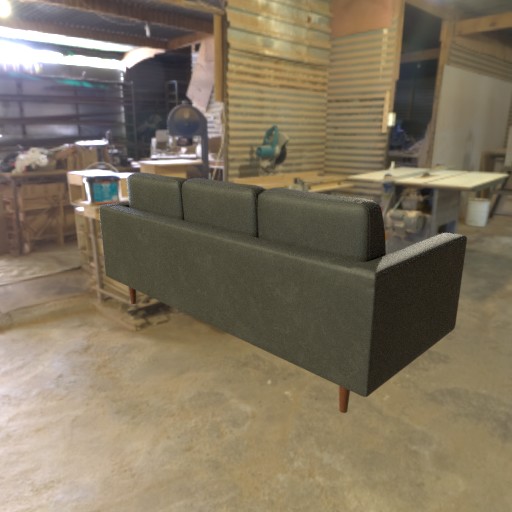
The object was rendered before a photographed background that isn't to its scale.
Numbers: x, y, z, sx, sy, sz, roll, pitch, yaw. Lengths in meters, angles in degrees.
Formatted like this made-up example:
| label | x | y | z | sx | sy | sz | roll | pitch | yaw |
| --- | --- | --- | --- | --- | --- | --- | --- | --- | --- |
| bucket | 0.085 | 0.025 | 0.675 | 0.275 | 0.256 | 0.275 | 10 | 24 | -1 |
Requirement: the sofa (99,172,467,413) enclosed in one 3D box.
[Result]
| label | x | y | z | sx | sy | sz | roll | pitch | yaw |
| --- | --- | --- | --- | --- | --- | --- | --- | --- | --- |
| sofa | 0.000 | 0.000 | 2.564 | 2.029 | 0.899 | 0.879 | 15 | 22 | 43 |
